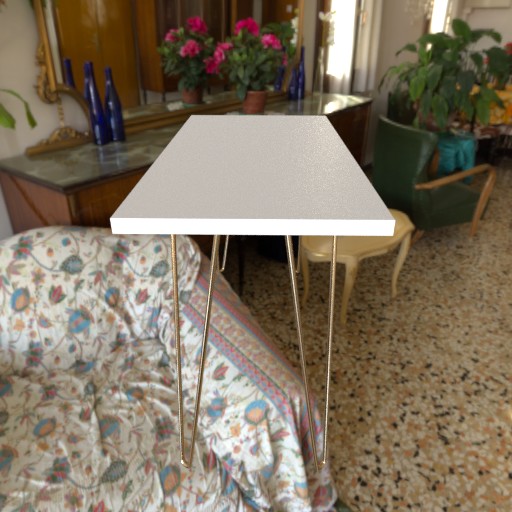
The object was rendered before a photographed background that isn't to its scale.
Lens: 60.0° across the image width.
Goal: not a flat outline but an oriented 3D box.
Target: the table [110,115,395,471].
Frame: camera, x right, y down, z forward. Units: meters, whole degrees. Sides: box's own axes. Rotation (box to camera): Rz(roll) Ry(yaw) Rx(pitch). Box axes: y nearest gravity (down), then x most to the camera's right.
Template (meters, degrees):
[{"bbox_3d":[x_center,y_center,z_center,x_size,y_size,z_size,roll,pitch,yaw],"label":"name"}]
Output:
[{"bbox_3d":[0.000,0.000,1.359,0.498,0.660,0.991,0,28,1],"label":"table"}]
